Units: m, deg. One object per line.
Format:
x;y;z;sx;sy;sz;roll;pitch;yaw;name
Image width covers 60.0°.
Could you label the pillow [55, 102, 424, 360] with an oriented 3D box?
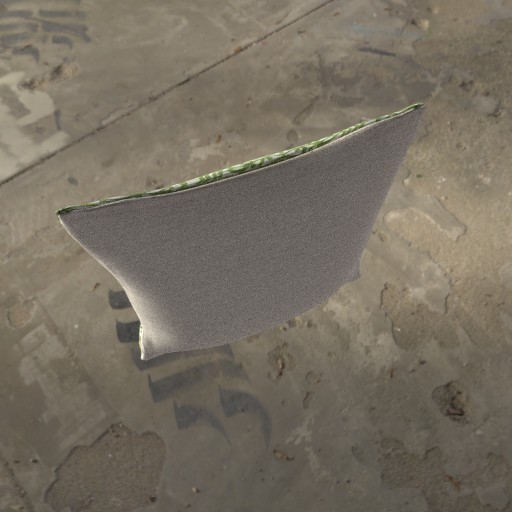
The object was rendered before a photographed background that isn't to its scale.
0.000;0.000;0.657;0.440;0.419;0.162;-19;60;-12;pillow
